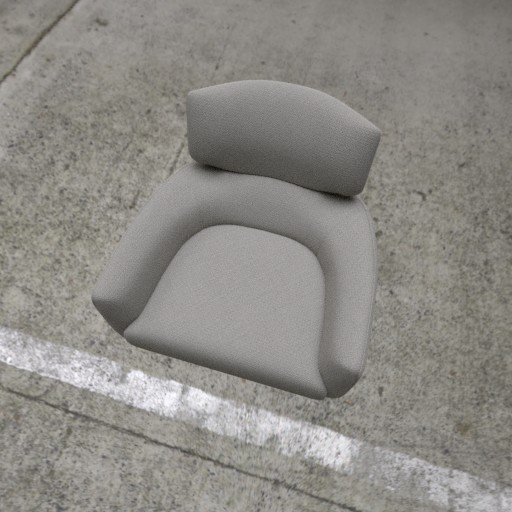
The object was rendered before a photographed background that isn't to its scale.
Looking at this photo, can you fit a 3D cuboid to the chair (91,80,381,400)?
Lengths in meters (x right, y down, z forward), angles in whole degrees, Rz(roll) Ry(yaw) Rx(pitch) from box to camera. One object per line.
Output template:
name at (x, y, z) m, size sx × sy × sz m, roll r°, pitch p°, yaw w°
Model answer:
chair at (0.000, 0.000, 1.425) m, size 0.760 × 0.810 × 0.730 m, roll 14°, pitch 59°, yaw 9°
